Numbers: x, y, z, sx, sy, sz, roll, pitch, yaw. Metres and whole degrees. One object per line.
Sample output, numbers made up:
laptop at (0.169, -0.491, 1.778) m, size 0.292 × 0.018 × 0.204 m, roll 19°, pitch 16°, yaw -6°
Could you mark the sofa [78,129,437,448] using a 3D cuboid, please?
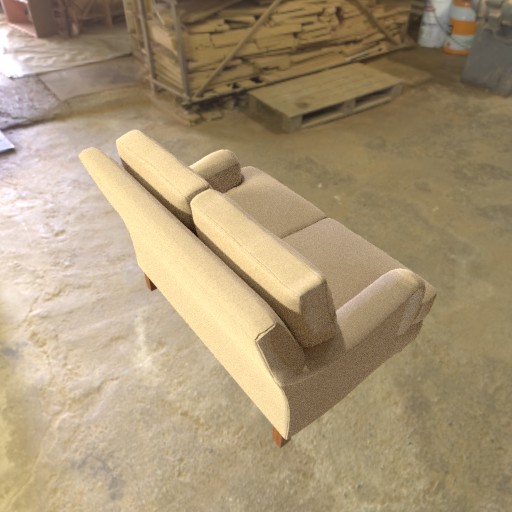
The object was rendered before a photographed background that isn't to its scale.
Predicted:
sofa at (0.000, 0.000, 2.264) m, size 1.087 × 1.048 × 1.508 m, roll -27°, pitch 48°, yaw -27°
